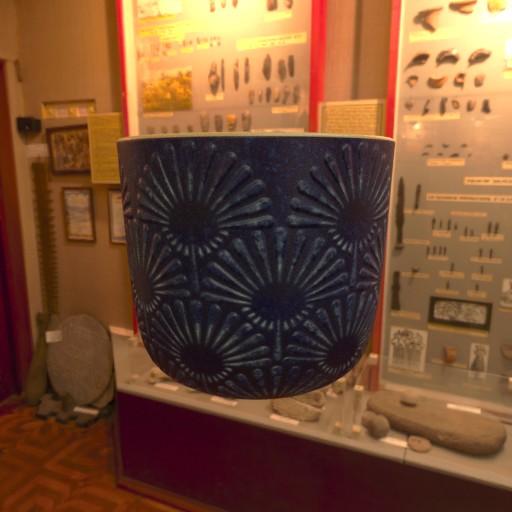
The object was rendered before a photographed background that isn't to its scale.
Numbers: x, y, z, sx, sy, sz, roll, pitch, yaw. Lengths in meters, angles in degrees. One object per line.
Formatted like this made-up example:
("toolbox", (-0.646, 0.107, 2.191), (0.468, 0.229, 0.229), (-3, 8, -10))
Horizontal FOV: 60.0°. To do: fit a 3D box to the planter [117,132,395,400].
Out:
("planter", (0.000, 0.000, 0.217), (0.124, 0.109, 0.124), (0, 12, 0))
